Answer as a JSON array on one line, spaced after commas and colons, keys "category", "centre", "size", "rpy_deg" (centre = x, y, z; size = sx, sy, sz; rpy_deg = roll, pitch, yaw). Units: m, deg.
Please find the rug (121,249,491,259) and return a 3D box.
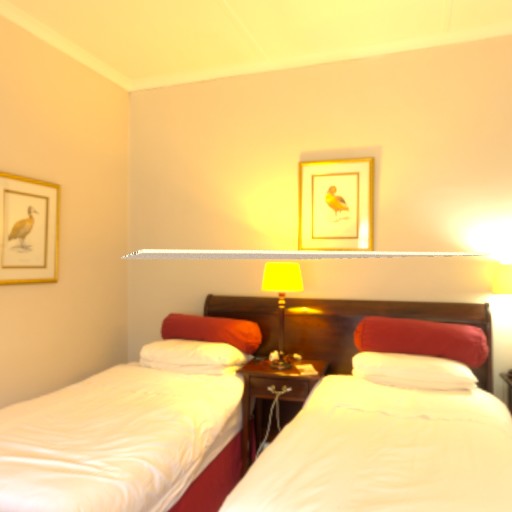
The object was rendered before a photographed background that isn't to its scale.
[{"category": "rug", "centre": [0.000, 0.000, 4.347], "size": [2.444, 0.036, 3.369], "rpy_deg": [0, -1, -19]}]
